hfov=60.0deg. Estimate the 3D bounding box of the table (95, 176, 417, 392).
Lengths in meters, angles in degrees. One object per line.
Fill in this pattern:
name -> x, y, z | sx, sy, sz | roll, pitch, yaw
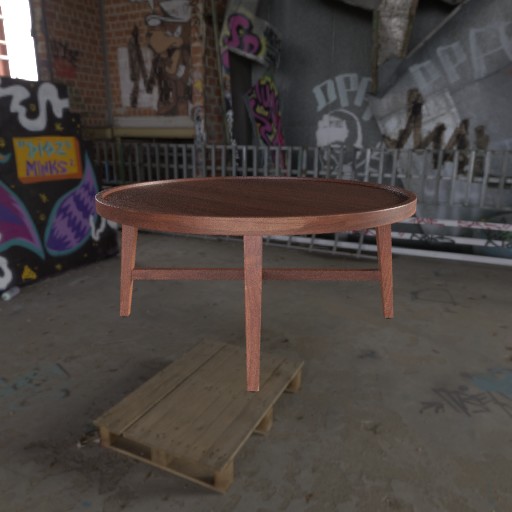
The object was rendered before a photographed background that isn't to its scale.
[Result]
table -> 0.000, 0.000, 1.215 | 0.800, 0.360, 0.800 | 0, 15, 0
